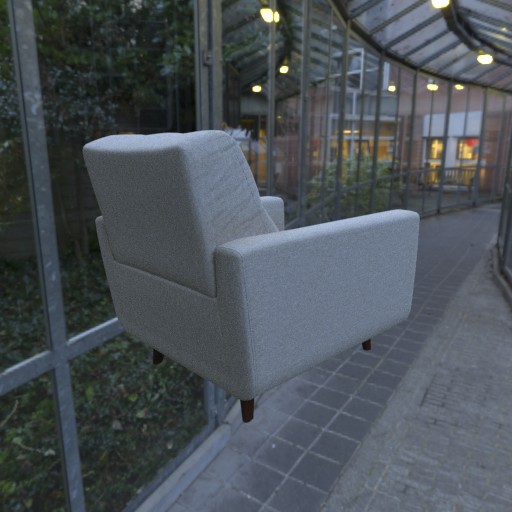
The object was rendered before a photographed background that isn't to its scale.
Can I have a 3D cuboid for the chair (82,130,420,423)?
[{"bbox_3d":[0.000,0.000,1.840,1.128,0.965,0.897,-13,18,-42],"label":"chair"}]
